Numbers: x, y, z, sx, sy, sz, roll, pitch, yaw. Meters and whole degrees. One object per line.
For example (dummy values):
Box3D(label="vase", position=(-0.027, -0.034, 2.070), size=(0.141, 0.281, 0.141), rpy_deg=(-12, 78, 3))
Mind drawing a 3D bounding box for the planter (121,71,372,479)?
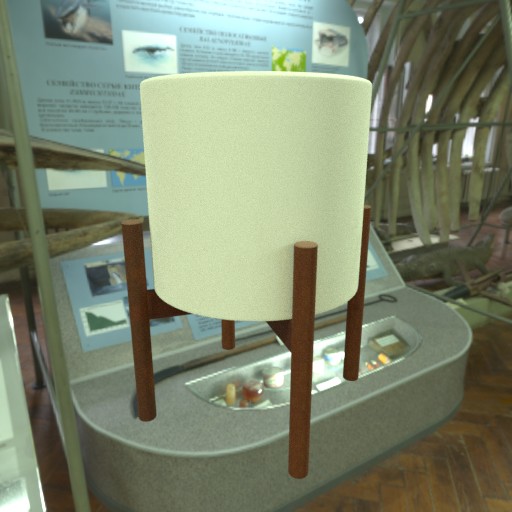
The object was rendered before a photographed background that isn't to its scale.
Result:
Box3D(label="planter", position=(0.000, 0.000, 0.491), size=(0.224, 0.358, 0.224), rpy_deg=(8, 19, 26))
